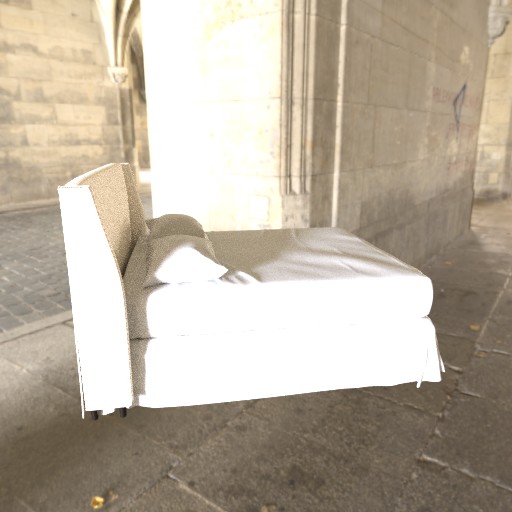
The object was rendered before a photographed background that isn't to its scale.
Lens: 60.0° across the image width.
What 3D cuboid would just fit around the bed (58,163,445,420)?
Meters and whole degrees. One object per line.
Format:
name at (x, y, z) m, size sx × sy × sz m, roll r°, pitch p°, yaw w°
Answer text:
bed at (0.000, 0.000, 3.367) m, size 2.276 × 1.332 × 1.925 m, roll -3°, pitch 16°, yaw -9°
